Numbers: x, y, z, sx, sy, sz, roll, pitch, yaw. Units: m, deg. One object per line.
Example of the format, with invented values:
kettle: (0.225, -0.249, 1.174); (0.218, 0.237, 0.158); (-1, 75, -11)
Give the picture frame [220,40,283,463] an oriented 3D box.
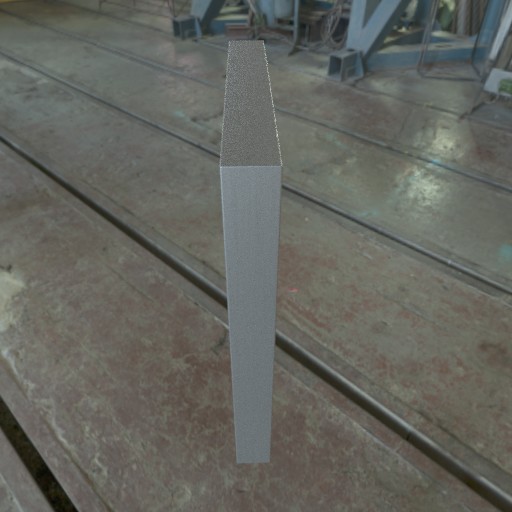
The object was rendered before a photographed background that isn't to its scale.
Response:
picture frame: (0.000, 0.000, 0.273); (0.028, 0.208, 0.157); (-1, 40, -1)
